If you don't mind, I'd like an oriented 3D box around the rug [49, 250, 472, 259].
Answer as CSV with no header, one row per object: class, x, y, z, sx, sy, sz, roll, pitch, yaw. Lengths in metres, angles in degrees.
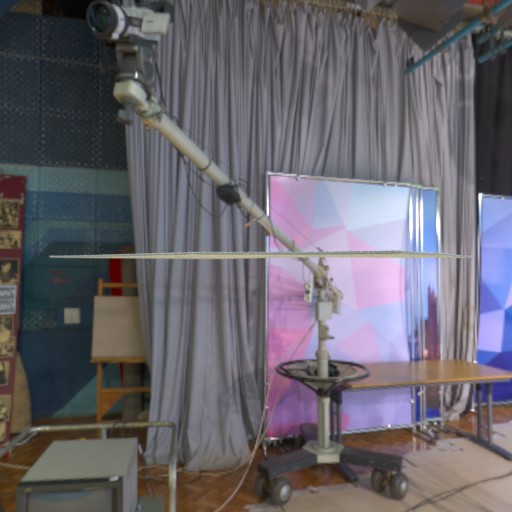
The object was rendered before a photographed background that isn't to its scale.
rug,0.000,0.000,2.278,1.853,0.022,1.174,-1,-1,36
